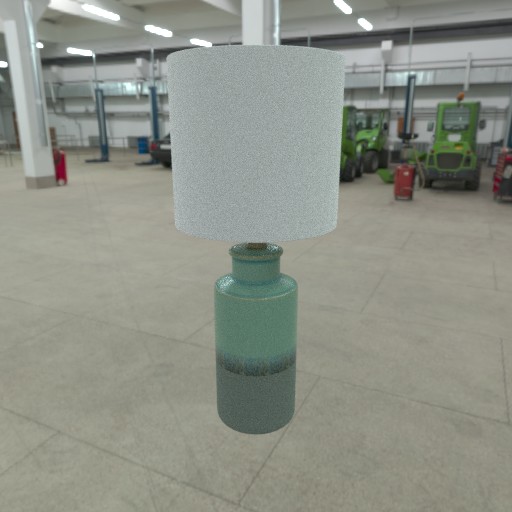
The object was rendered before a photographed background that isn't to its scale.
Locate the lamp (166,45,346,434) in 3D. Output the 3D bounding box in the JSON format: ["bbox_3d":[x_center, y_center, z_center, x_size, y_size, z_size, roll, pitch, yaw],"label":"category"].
[{"bbox_3d":[0.000,0.000,0.604,0.212,0.493,0.212,-3,17,-9],"label":"lamp"}]
